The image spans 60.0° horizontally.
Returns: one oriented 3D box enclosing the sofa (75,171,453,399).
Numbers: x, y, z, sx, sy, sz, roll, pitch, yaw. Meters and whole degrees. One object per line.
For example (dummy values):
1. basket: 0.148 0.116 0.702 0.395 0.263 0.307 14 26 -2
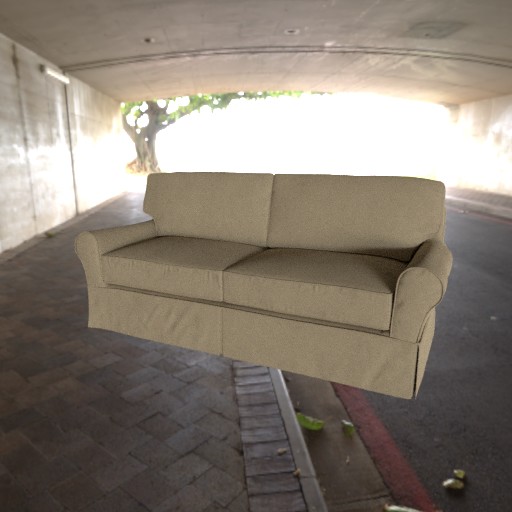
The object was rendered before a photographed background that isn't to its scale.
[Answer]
1. sofa: 0.000 0.000 2.788 2.246 1.014 0.900 6 15 26
